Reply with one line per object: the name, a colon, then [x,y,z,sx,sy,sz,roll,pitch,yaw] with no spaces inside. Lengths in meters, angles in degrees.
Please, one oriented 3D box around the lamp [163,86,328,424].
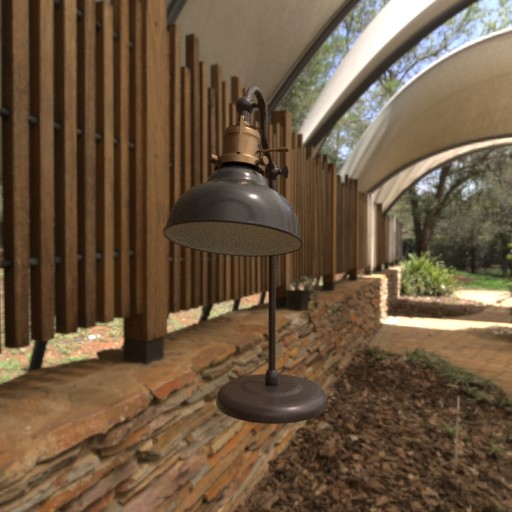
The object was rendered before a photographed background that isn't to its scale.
lamp: [0.000,0.000,0.674,0.192,0.508,0.374,0,1,17]
